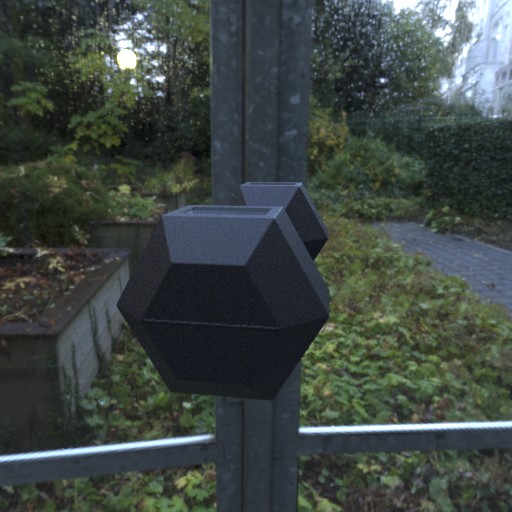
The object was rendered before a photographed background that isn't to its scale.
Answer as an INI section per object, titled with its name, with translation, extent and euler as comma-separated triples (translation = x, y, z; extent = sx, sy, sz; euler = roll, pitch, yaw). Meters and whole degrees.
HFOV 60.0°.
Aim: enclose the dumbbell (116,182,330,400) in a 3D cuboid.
[dumbbell]
translation = 0.000, 0.000, 0.328
extent = 0.106, 0.092, 0.272
euler = 2, 13, 9
